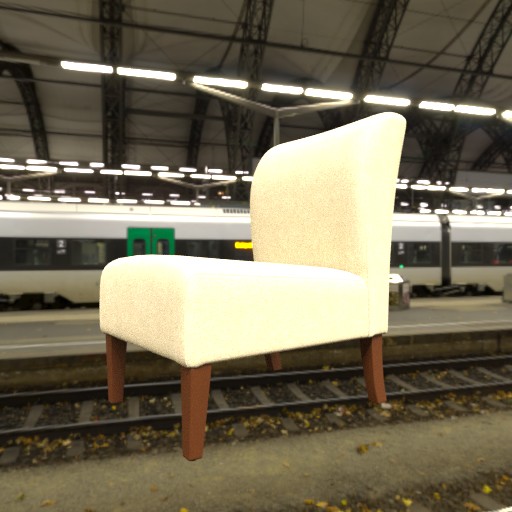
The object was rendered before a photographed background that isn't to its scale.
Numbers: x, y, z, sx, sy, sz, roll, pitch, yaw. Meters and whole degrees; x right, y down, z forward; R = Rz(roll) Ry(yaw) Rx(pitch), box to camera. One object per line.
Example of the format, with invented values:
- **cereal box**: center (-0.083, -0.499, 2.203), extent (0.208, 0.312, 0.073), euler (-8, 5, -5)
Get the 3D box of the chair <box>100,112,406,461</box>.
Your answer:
- **chair**: center (0.000, 0.000, 1.281), extent (0.754, 0.833, 0.521), euler (0, 0, -37)
